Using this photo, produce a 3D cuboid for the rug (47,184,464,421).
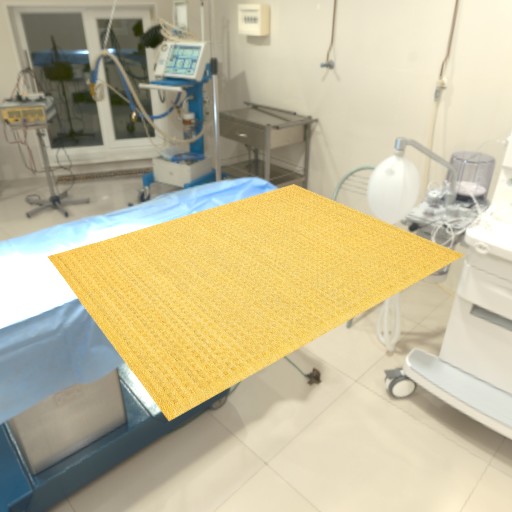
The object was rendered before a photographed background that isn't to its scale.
[{"bbox_3d":[0.000,0.000,4.347,3.242,0.015,2.486,-21,36,-32],"label":"rug"}]
